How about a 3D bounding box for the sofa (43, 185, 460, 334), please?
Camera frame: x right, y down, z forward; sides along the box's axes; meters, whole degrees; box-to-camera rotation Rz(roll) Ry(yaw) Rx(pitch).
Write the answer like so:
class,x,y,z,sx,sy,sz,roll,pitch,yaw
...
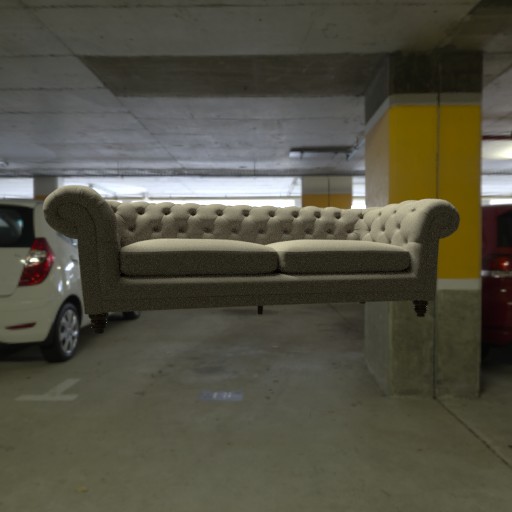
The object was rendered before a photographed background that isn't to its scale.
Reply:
class,x,y,z,sx,sy,sz,roll,pitch,yaw
sofa,0.000,0.000,2.875,2.411,0.749,0.991,0,1,-17
